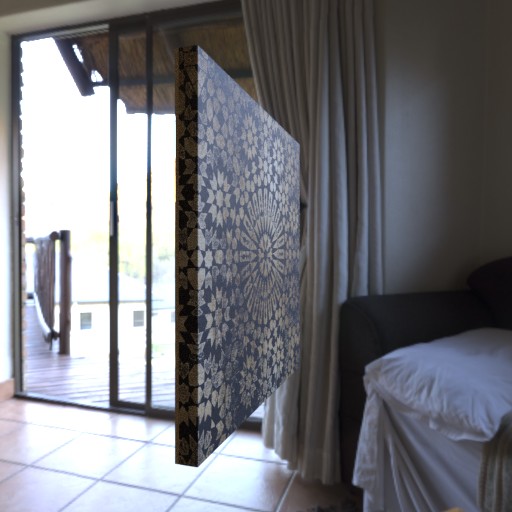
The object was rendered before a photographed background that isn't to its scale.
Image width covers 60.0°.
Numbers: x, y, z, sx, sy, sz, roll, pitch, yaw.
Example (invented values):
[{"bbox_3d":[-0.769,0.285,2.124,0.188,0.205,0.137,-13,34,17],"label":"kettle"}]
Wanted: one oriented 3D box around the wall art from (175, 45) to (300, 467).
[{"bbox_3d":[0.000,0.000,0.933,0.038,0.612,0.612,0,0,19],"label":"wall art"}]
